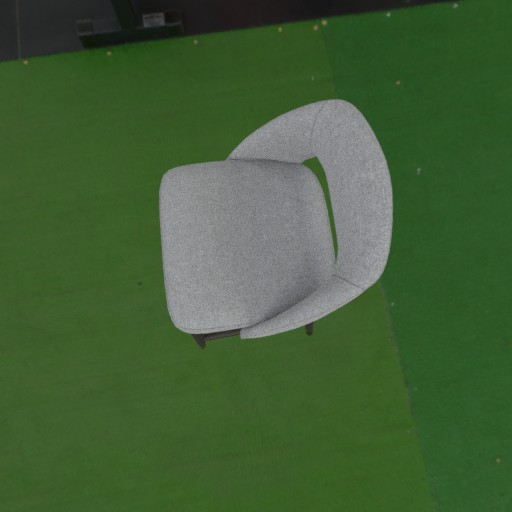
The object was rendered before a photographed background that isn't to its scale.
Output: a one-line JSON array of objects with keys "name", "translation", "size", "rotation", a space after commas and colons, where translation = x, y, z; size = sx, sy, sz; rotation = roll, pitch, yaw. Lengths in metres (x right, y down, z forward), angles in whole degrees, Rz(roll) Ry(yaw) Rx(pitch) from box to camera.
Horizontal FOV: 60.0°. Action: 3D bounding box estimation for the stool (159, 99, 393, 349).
[{"name": "stool", "translation": [0.000, 0.000, 1.323], "size": [0.509, 1.037, 0.494], "rotation": [-7, 76, -2]}]
